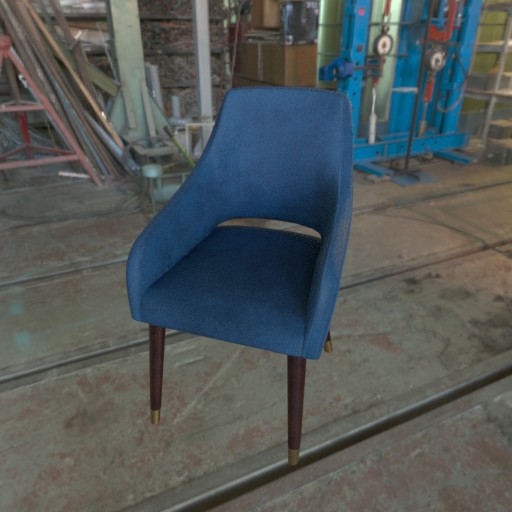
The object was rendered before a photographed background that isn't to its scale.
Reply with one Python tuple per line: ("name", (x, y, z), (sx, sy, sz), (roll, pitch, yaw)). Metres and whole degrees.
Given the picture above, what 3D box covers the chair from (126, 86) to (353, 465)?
("chair", (0.000, 0.000, 1.626), (0.683, 1.081, 0.794), (9, 29, 17))
